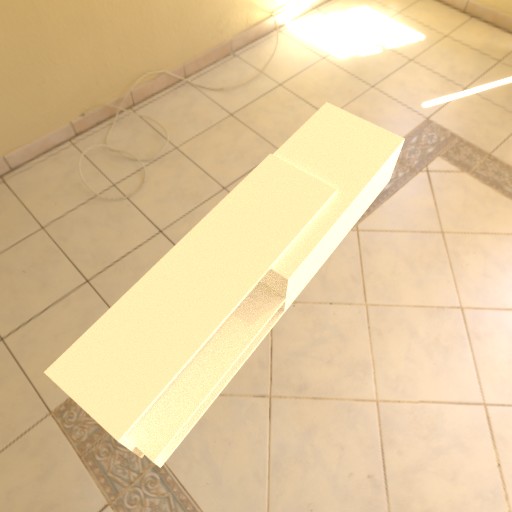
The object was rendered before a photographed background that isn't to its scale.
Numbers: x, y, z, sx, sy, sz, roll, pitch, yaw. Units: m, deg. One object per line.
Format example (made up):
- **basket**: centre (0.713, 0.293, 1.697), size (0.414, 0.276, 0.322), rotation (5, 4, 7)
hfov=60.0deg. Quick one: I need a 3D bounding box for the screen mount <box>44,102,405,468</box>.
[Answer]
- **screen mount**: centre (0.000, 0.000, 1.836), size (0.420, 0.320, 1.680), rotation (33, 63, 19)
